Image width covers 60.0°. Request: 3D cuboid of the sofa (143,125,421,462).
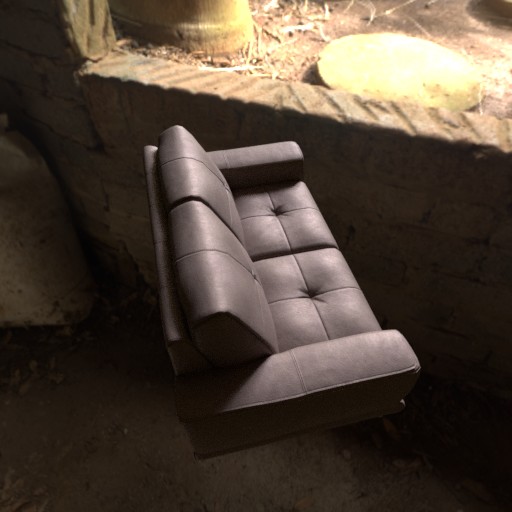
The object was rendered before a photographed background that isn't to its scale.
[{"bbox_3d":[0.000,0.000,2.375,1.018,0.907,1.806,-10,47,-9],"label":"sofa"}]
